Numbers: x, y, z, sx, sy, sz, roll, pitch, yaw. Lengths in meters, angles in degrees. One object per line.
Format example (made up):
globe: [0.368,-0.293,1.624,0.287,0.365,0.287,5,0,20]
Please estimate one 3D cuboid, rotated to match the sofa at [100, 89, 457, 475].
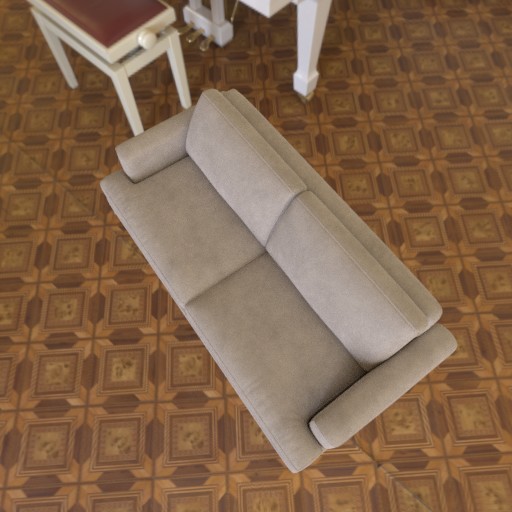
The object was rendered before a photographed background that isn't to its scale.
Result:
sofa: [0.000,0.000,2.452,0.980,0.830,2.013,-33,69,-15]
